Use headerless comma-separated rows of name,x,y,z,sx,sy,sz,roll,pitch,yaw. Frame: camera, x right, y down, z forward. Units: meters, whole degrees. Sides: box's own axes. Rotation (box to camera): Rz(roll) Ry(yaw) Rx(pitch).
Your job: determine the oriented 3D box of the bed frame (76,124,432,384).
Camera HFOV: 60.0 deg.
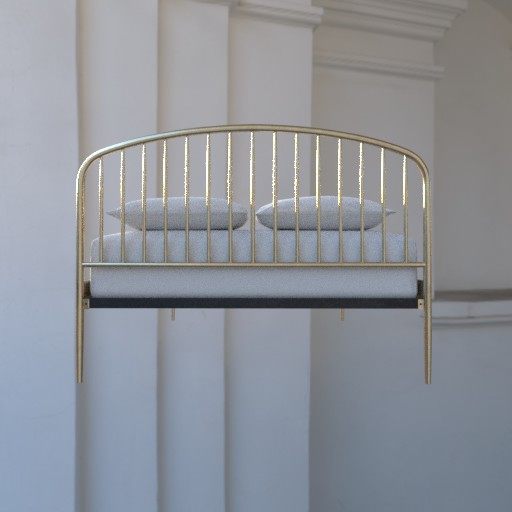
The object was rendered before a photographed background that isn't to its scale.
bed frame,0.000,0.000,3.070,1.612,1.175,2.152,0,-1,1
